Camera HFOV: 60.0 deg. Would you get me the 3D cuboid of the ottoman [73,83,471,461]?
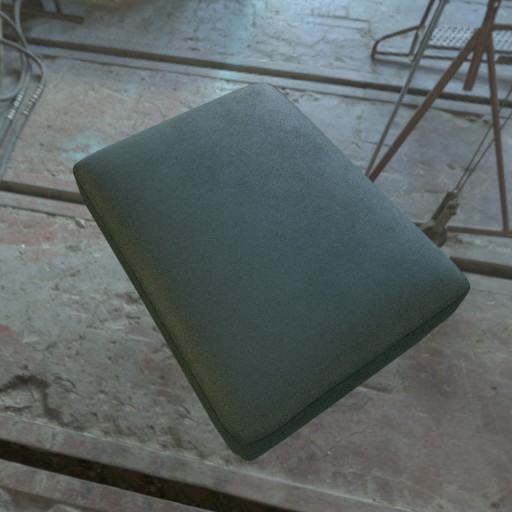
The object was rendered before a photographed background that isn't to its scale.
[{"bbox_3d":[0.000,0.000,1.141,0.608,0.449,0.811,-30,64,-16],"label":"ottoman"}]
